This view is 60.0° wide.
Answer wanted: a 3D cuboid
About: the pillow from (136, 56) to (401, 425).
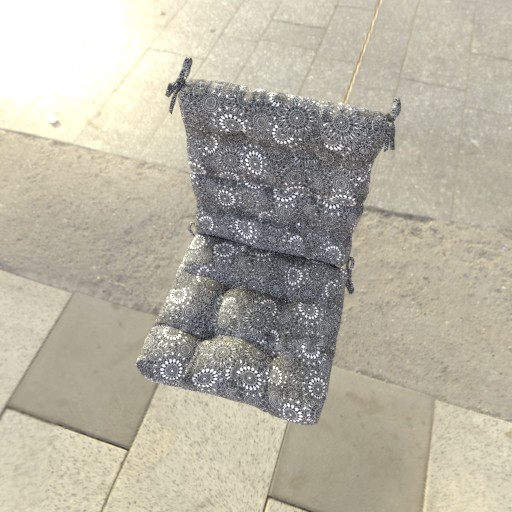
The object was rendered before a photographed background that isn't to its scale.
[{"bbox_3d":[0.000,0.000,1.039,0.519,0.605,0.571,13,59,8],"label":"pillow"}]
